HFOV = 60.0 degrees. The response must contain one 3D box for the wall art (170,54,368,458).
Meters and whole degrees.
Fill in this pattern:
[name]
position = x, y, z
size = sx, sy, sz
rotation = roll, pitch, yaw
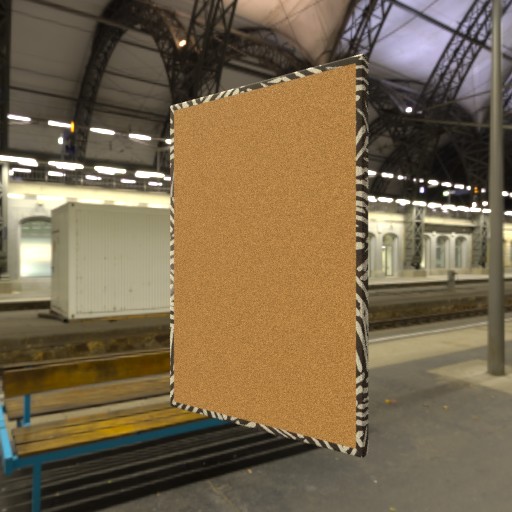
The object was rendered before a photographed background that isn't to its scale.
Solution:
[wall art]
position = 0.000, 0.000, 1.192
size = 0.615, 0.918, 0.035
rotation = 0, 0, 35
